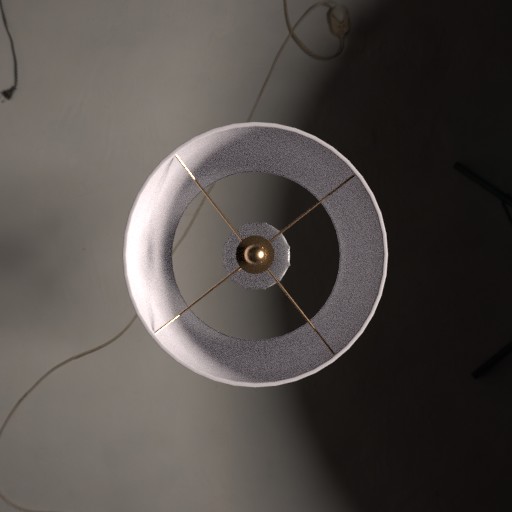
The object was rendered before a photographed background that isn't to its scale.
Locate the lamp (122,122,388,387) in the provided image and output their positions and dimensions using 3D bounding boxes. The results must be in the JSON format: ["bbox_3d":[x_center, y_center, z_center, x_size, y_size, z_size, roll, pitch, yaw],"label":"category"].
[{"bbox_3d":[0.000,0.000,0.729,0.277,0.537,0.277,0,90,0],"label":"lamp"}]
